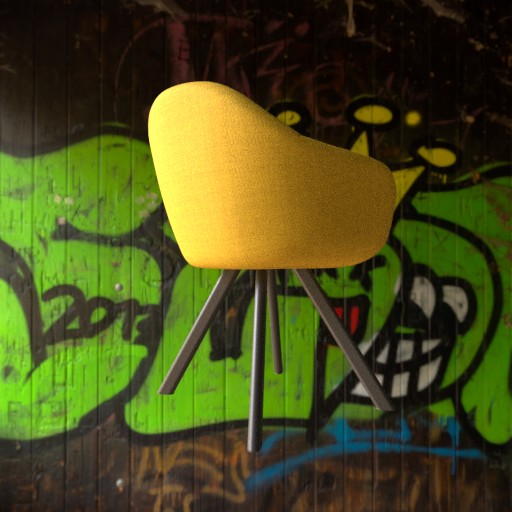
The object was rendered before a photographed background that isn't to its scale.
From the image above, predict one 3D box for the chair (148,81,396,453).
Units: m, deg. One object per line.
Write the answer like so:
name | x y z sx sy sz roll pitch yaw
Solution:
chair | 0.000 0.000 1.195 0.550 0.795 0.590 0 0 -35
